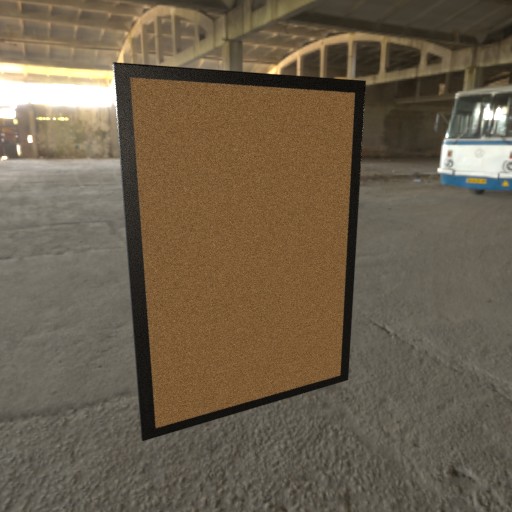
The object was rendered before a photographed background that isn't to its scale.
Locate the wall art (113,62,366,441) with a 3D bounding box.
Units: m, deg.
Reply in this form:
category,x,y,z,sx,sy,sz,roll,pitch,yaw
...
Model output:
category,x,y,z,sx,sy,sz,roll,pitch,yaw
wall art,0.000,0.000,1.256,0.707,0.967,0.013,-7,17,-26
